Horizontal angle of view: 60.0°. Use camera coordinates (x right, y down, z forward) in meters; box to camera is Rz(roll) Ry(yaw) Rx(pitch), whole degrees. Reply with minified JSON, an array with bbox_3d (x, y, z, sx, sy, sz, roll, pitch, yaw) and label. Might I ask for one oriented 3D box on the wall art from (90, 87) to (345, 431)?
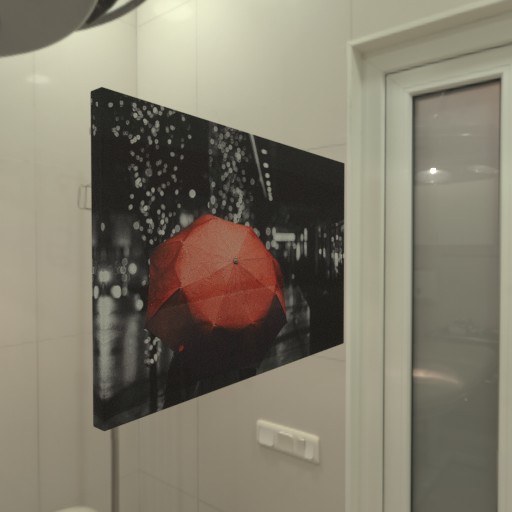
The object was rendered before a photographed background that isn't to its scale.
[{"bbox_3d":[0.000,0.000,1.150,0.038,0.609,0.914,1,2,38],"label":"wall art"}]
